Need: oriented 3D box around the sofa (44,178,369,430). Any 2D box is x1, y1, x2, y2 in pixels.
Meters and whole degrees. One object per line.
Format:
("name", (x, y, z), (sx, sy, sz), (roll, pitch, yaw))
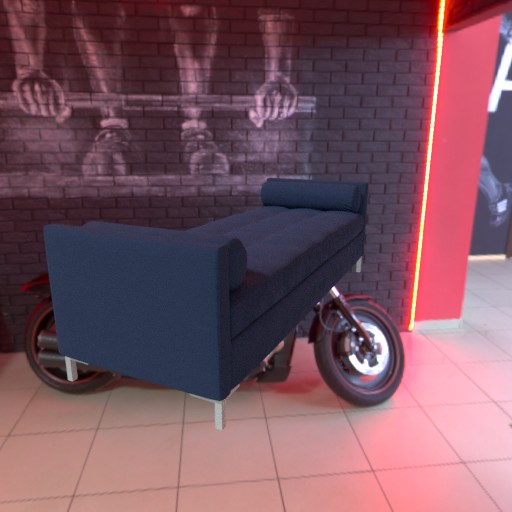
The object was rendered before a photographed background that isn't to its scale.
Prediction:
("sofa", (0.000, 0.000, 2.475), (0.797, 0.657, 2.102), (7, 17, 25))
